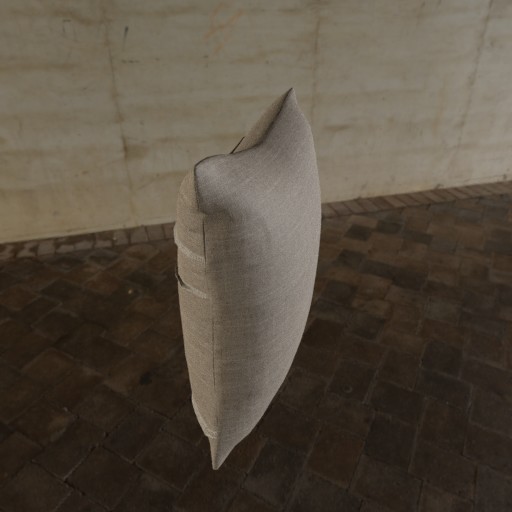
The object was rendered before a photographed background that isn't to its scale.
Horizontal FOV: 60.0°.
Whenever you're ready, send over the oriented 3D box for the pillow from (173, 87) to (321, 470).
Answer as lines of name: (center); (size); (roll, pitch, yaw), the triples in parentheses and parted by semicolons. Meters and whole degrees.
pillow: (0.000, 0.000, 0.639); (0.169, 0.400, 0.424); (8, 31, 14)
